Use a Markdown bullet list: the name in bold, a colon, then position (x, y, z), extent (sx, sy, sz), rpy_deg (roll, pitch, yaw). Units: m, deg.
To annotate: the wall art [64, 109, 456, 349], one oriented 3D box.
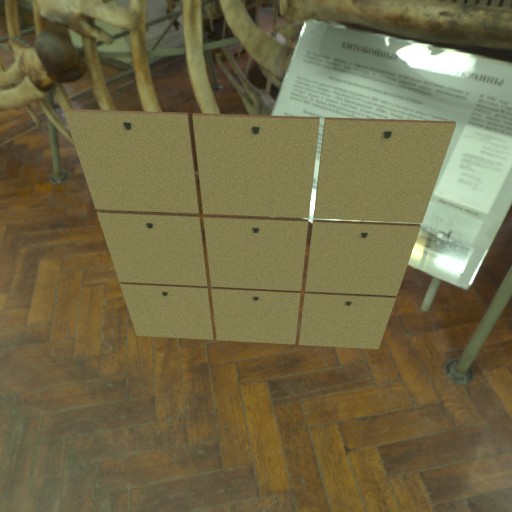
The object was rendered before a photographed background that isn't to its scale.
- **wall art**: position (0.000, 0.000, 1.807), extent (1.221, 1.218, 0.024), rpy_deg (3, 45, 3)
